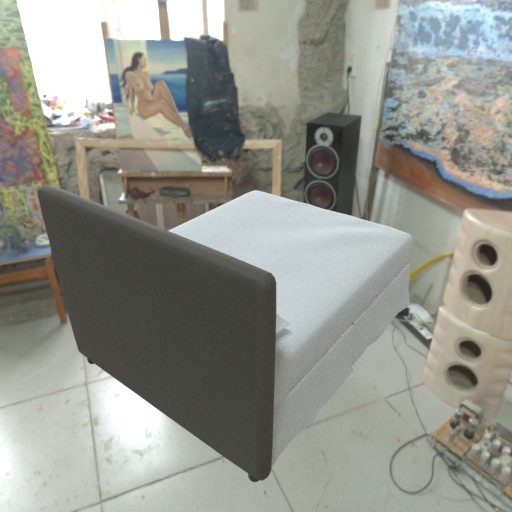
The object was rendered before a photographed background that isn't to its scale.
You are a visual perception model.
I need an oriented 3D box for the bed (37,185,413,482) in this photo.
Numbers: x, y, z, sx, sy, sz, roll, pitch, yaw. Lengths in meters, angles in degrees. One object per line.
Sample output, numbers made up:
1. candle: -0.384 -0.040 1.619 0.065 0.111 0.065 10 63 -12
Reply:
1. bed: 0.000 0.000 3.171 1.723 1.330 2.142 21 36 32
